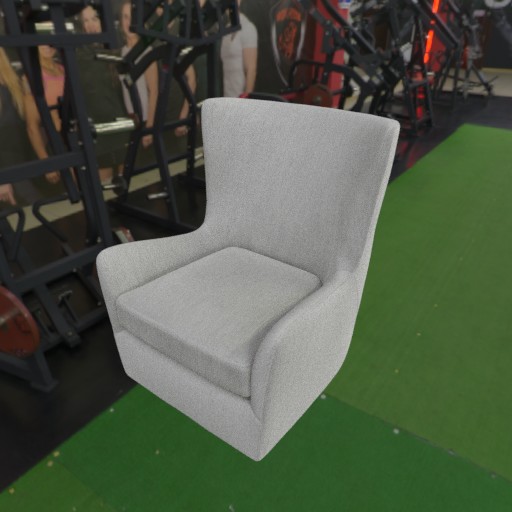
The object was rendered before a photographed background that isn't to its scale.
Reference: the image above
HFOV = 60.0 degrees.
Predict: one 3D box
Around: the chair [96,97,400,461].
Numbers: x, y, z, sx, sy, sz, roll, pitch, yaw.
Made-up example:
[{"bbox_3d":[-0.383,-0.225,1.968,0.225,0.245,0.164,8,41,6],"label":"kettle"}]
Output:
[{"bbox_3d":[0.000,0.000,1.659,0.779,1.000,0.904,20,35,32],"label":"chair"}]
